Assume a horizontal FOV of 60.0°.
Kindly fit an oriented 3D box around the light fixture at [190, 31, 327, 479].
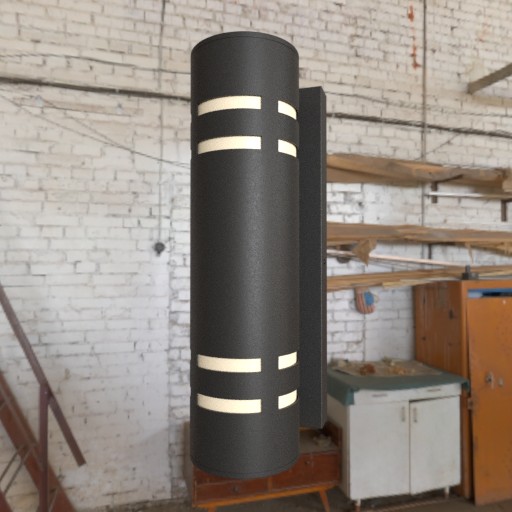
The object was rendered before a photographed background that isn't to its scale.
[{"bbox_3d":[0.000,0.000,0.398,0.105,0.330,0.149,0,-1,18],"label":"light fixture"}]
